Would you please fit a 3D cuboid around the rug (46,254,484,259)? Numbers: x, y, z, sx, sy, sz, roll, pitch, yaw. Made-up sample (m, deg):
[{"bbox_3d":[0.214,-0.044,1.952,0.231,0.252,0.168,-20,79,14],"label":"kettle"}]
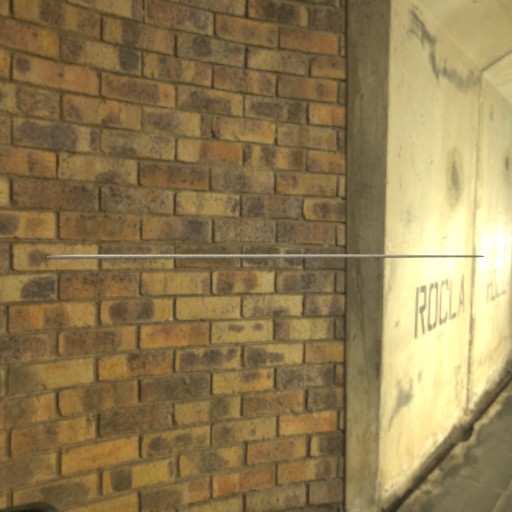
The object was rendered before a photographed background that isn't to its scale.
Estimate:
[{"bbox_3d":[0.000,0.000,3.047,2.438,0.014,1.524,0,0,-18],"label":"rug"}]
